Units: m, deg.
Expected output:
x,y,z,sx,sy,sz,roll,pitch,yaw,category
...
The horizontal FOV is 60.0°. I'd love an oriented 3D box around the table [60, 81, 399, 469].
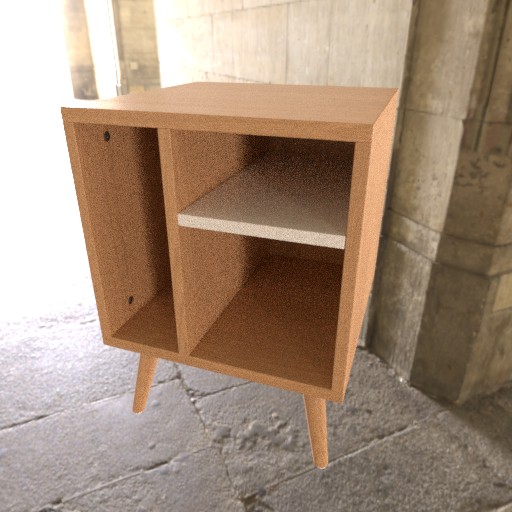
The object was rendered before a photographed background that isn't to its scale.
x,y,z,sx,sy,sz,roll,pitch,yaw,category
0.000,0.000,0.804,0.400,0.550,0.400,9,27,18,table
